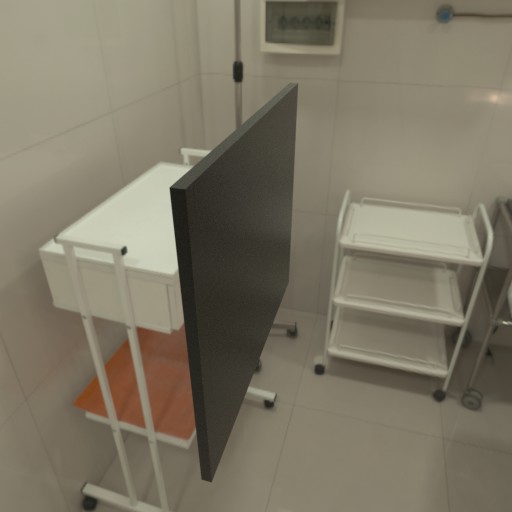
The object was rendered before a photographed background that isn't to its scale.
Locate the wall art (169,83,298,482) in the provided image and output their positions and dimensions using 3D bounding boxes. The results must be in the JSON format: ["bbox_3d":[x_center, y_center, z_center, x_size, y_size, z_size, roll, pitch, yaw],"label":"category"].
[{"bbox_3d":[0.000,0.000,0.538,0.012,0.332,0.383,8,32,13],"label":"wall art"}]
